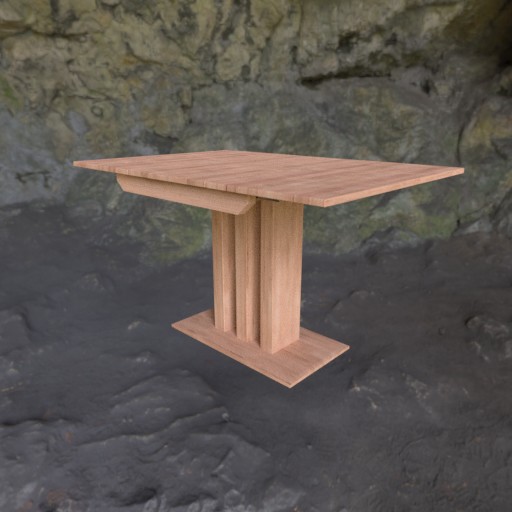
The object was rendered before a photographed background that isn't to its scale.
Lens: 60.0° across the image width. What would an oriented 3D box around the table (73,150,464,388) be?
[{"bbox_3d":[0.000,0.000,1.892,1.300,0.770,0.900,16,24,41],"label":"table"}]
